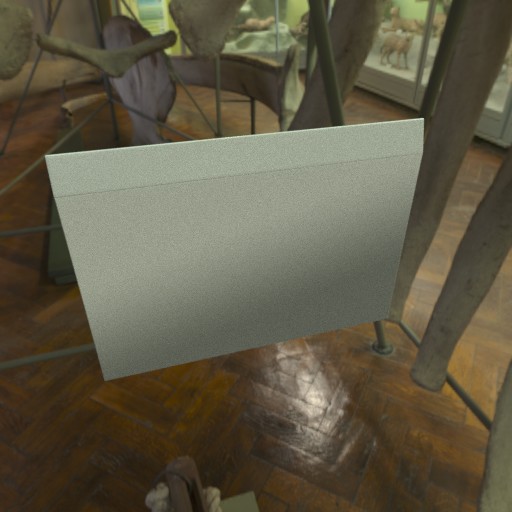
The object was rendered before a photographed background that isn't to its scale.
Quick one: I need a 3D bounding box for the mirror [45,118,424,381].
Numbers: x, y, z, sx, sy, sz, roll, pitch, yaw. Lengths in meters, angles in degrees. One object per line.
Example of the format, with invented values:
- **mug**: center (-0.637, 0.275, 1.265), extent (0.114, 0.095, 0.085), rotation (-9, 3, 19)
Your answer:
- **mirror**: center (0.000, 0.000, 1.150), extent (0.870, 0.630, 0.030), rotation (-10, 35, -14)
